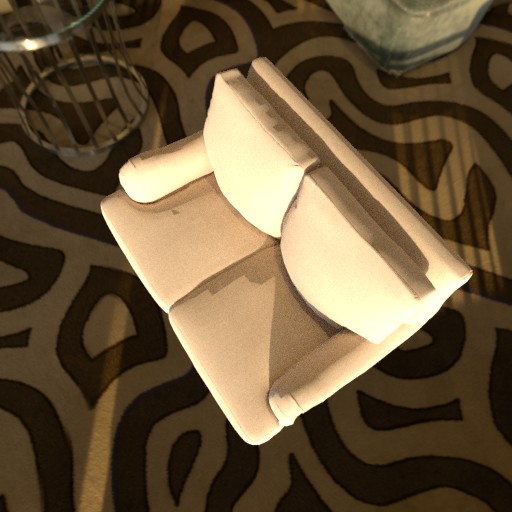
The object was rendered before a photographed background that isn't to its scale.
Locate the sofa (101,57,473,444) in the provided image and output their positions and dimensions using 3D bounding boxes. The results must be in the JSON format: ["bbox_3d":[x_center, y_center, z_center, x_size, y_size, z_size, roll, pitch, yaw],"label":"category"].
[{"bbox_3d":[0.000,0.000,2.244,1.087,1.048,1.508,-32,69,-14],"label":"sofa"}]
